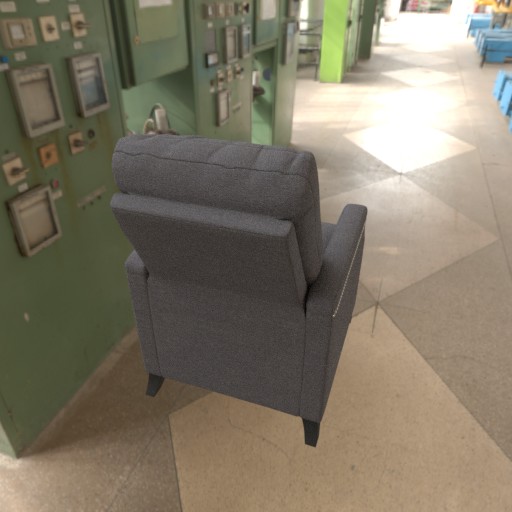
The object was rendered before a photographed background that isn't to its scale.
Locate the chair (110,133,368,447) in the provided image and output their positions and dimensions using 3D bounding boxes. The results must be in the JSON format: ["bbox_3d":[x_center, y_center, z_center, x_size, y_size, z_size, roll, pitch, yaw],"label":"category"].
[{"bbox_3d":[0.000,0.000,1.645,0.710,1.049,0.922,11,33,17],"label":"chair"}]
